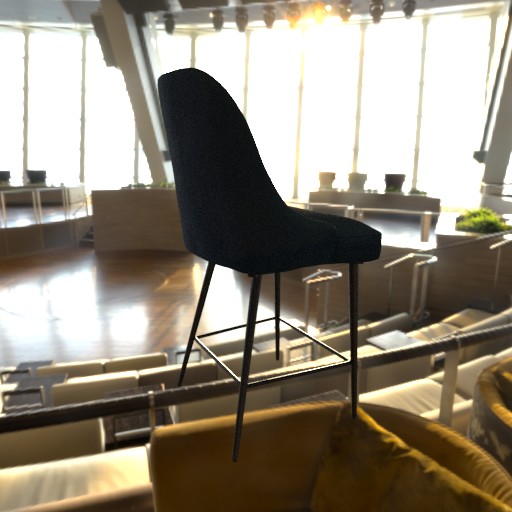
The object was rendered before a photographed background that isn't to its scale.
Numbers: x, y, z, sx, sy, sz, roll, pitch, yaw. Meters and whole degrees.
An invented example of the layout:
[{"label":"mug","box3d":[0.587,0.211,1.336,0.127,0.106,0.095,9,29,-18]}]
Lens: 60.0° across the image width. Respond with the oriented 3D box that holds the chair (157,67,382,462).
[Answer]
[{"label":"chair","box3d":[0.000,0.000,1.251,0.489,0.927,0.526,-7,15,-28]}]
